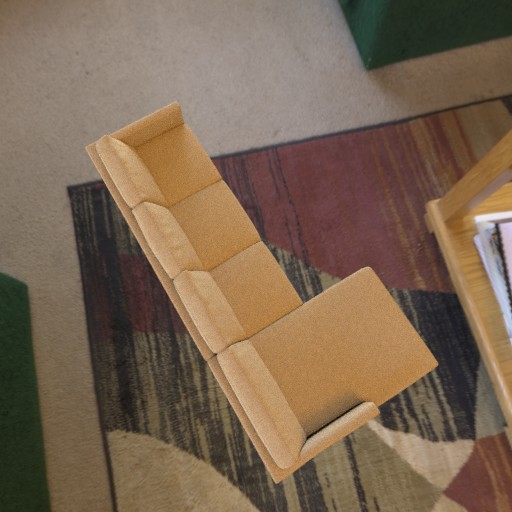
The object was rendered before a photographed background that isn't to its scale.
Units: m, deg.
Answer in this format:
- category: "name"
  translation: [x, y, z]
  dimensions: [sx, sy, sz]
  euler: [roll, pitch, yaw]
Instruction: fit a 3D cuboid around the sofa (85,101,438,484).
- category: "sofa"
  translation: [0.000, 0.000, 3.893]
  dimensions: [1.625, 0.846, 3.186]
  euler: [-30, 76, -8]
